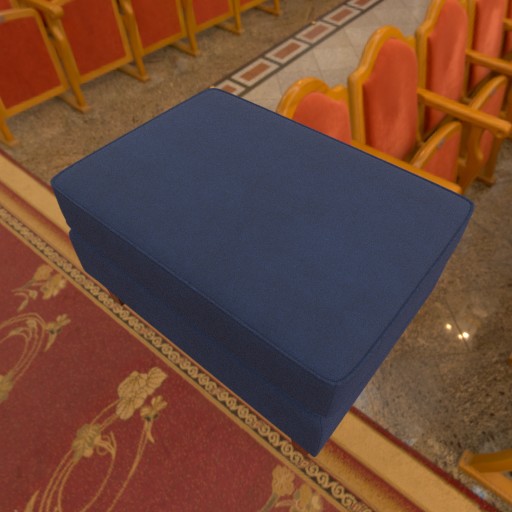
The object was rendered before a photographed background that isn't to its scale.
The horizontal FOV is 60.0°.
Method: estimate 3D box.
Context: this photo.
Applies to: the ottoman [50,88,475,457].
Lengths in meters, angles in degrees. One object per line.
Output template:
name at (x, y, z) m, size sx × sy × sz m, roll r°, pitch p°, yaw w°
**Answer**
ottoman at (0.000, 0.000, 1.365) m, size 0.965 × 0.584 × 0.686 m, roll 32°, pitch 56°, yaw 25°
